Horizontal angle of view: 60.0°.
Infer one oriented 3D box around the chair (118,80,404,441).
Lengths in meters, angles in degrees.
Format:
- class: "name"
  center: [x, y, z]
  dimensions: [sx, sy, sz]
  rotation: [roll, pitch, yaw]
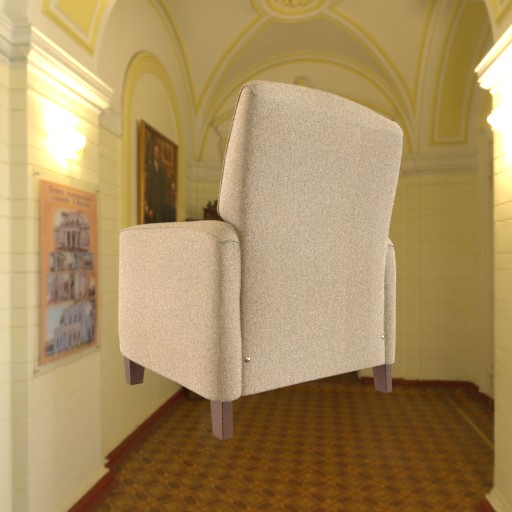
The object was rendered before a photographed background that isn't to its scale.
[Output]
- class: "chair"
  center: [0.000, 0.000, 1.705]
  dimensions: [0.848, 1.014, 0.864]
  rotation: [0, -1, -37]
